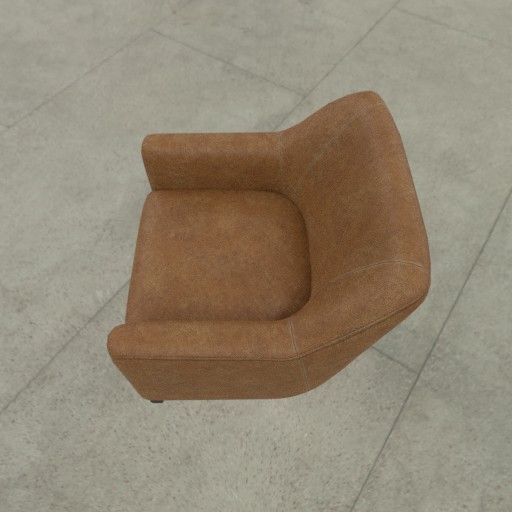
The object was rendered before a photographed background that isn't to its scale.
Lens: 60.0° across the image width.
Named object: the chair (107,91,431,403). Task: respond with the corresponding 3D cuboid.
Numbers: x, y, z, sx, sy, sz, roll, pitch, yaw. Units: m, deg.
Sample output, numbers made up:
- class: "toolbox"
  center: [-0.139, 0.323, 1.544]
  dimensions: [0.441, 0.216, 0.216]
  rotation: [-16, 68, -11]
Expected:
- class: "chair"
  center: [0.000, 0.000, 1.823]
  dimensions: [1.034, 0.980, 1.037]
  rotation: [-1, 58, 0]
